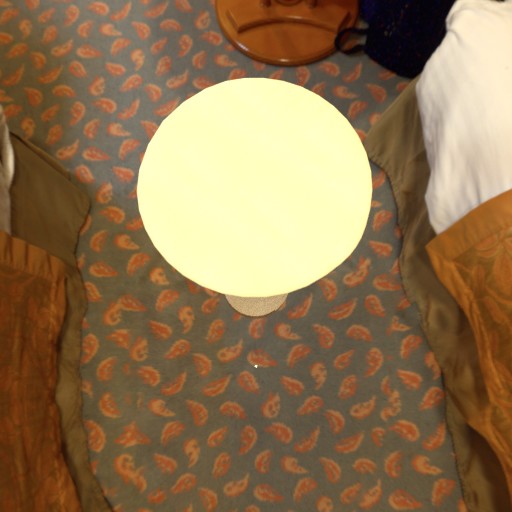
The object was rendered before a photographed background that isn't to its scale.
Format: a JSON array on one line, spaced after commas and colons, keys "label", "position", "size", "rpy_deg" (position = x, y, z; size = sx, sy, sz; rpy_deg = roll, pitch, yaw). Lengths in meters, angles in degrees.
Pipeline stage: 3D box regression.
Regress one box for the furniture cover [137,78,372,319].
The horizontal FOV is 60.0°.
[{"label": "furniture cover", "position": [0.000, 0.000, 2.880], "size": [0.914, 2.413, 0.914], "rpy_deg": [34, 78, 8]}]
